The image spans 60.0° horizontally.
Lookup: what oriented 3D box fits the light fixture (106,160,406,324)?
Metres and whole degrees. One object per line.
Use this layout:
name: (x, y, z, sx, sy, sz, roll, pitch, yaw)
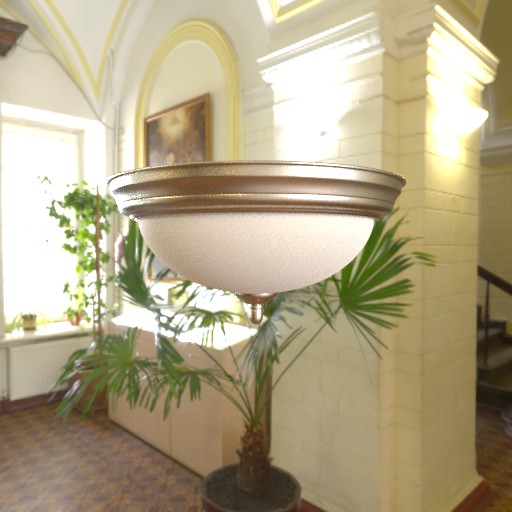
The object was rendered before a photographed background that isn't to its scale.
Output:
light fixture: (0.000, 0.000, 0.437, 0.280, 0.135, 0.280, 0, 1, 0)
